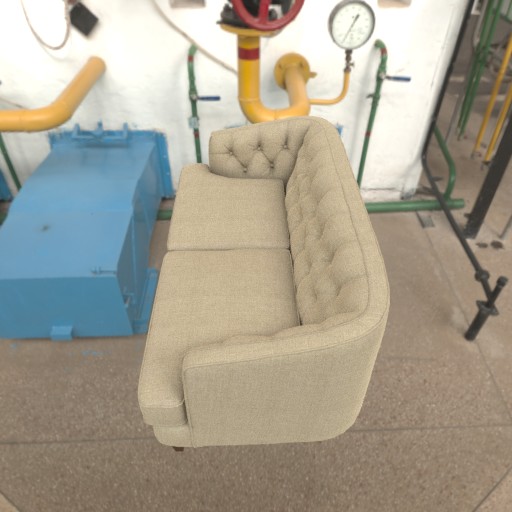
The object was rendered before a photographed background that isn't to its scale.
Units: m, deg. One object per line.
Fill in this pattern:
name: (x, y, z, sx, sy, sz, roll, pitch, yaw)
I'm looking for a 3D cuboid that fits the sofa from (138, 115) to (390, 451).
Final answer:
sofa: (0.000, 0.000, 2.275, 0.941, 0.855, 1.733, -1, 42, -1)
